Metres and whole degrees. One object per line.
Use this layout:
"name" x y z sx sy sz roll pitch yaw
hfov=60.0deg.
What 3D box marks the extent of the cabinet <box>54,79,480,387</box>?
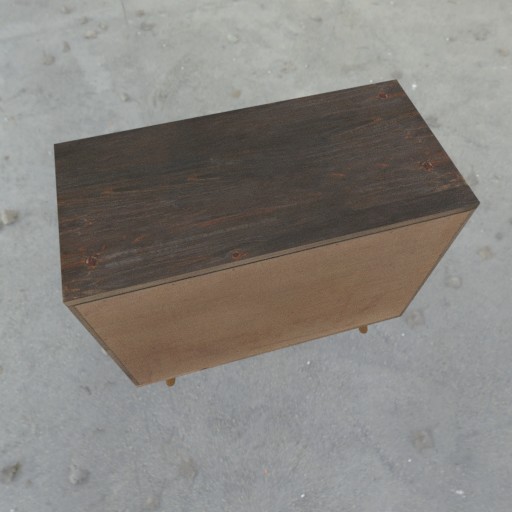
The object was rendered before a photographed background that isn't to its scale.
"cabinet" 0.000 0.000 1.553 1.023 0.897 0.529 -13 60 -8
